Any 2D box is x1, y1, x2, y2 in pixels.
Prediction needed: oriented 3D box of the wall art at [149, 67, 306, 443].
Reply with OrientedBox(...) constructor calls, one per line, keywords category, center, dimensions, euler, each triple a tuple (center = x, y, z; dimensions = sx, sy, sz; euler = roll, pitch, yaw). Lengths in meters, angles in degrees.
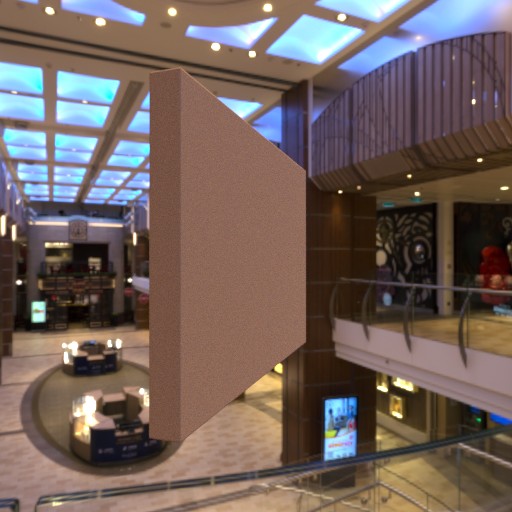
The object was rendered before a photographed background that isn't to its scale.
OrientedBox(category="wall art", center=(0.000, 0.000, 0.775), dimensions=(0.039, 0.407, 0.609), euler=(0, 0, 19))
